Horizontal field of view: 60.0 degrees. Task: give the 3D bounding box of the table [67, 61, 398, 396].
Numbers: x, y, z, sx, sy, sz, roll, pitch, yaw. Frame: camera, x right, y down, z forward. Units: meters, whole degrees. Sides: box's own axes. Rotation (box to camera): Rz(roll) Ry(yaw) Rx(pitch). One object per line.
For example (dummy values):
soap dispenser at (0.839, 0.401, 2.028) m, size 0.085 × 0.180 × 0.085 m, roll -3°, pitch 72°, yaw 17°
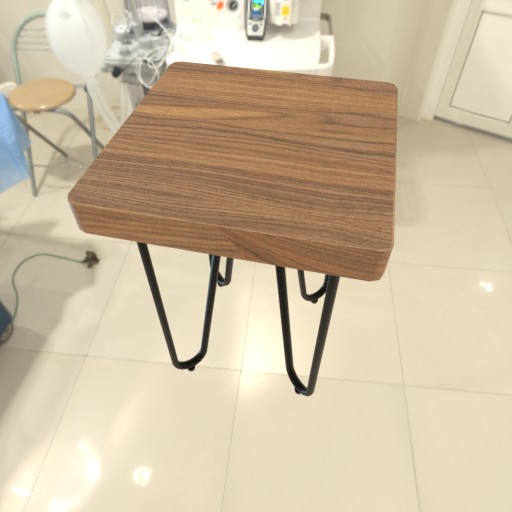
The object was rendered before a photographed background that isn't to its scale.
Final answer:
table at (0.000, 0.000, 1.010) m, size 0.480 × 0.641 × 0.479 m, roll 10°, pitch 49°, yaw 9°
